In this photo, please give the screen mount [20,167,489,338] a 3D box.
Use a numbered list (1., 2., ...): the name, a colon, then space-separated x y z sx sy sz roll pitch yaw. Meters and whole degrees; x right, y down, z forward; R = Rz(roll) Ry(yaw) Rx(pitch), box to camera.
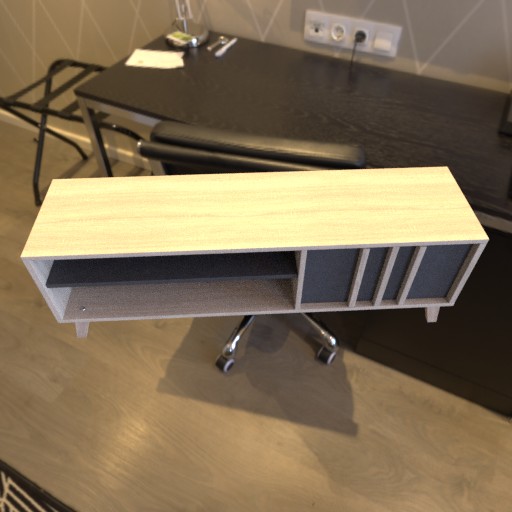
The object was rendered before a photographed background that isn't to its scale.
1. screen mount: 0.000 0.000 1.737 1.500 0.509 0.401 -2 47 -2
